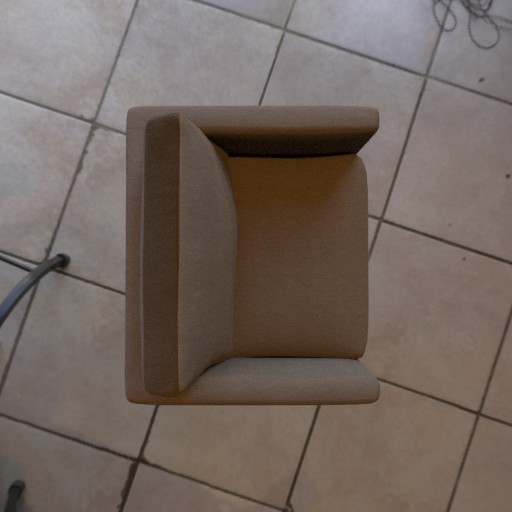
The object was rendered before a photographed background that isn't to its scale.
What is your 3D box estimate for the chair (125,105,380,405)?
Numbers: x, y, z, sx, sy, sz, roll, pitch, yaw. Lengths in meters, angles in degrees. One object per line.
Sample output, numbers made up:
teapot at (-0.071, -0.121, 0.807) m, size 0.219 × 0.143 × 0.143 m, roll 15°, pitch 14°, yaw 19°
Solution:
chair at (0.000, 0.000, 1.867) m, size 0.959 × 0.963 × 1.107 m, roll 0°, pitch 89°, yaw 0°
